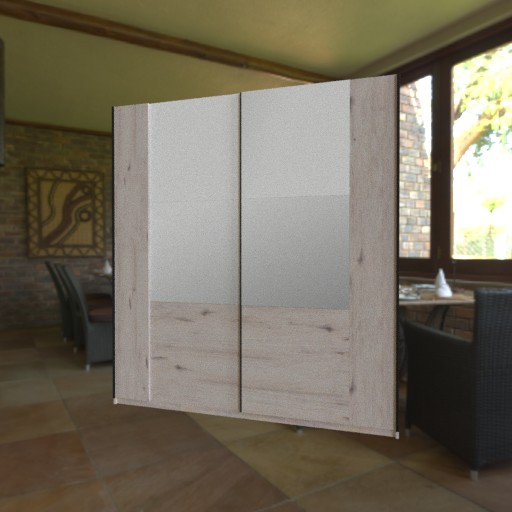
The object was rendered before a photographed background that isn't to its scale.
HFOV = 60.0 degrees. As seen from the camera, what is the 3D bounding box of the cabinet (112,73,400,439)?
[{"bbox_3d":[0.000,0.000,3.254,2.000,2.180,0.660,0,1,18],"label":"cabinet"}]
